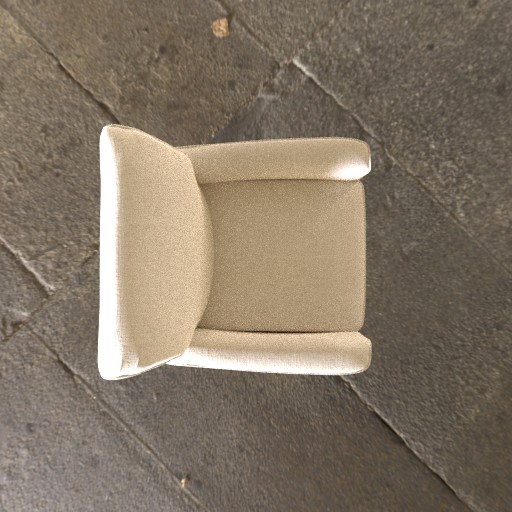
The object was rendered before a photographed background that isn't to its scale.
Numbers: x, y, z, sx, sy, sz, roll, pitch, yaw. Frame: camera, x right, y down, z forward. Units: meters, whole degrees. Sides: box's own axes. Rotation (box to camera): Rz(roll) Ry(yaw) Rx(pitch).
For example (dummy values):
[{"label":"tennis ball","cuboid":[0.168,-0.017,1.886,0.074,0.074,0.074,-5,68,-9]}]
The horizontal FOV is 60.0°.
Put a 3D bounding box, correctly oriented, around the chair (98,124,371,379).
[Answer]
[{"label":"chair","cuboid":[0.000,0.000,1.648,0.858,1.028,0.841,0,89,0]}]
